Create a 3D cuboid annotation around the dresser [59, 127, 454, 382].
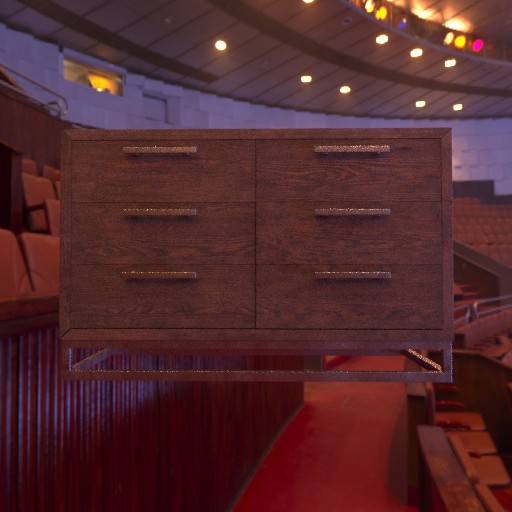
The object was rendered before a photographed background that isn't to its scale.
[{"bbox_3d":[0.000,0.000,2.133,1.646,1.061,0.623,0,-1,1],"label":"dresser"}]
